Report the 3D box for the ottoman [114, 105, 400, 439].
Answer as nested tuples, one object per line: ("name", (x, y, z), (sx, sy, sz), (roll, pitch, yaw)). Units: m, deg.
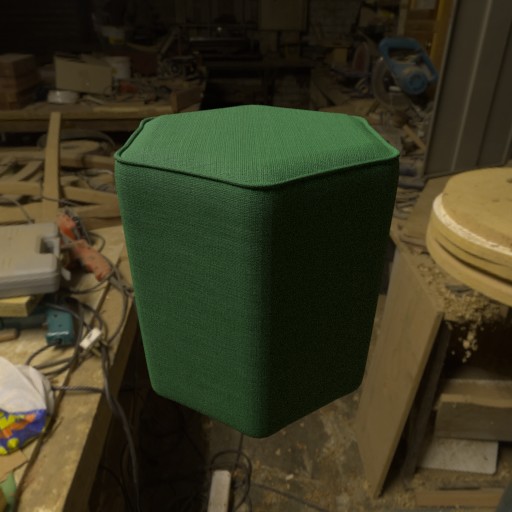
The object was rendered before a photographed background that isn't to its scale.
("ottoman", (0.000, 0.000, 0.885), (0.444, 0.507, 0.499), (-1, 30, -1))
